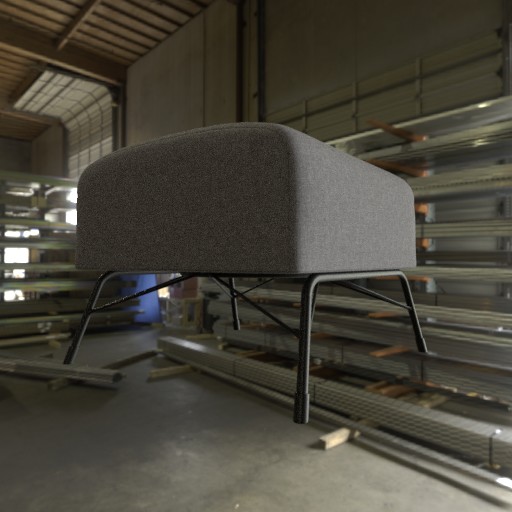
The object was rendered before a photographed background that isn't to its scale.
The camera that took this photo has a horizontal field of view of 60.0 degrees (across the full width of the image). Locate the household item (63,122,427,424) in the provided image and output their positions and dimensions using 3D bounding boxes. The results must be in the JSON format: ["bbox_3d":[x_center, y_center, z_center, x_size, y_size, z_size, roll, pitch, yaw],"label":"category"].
[{"bbox_3d":[0.000,0.000,0.899,0.530,0.410,0.530,0,-1,36],"label":"household item"}]
